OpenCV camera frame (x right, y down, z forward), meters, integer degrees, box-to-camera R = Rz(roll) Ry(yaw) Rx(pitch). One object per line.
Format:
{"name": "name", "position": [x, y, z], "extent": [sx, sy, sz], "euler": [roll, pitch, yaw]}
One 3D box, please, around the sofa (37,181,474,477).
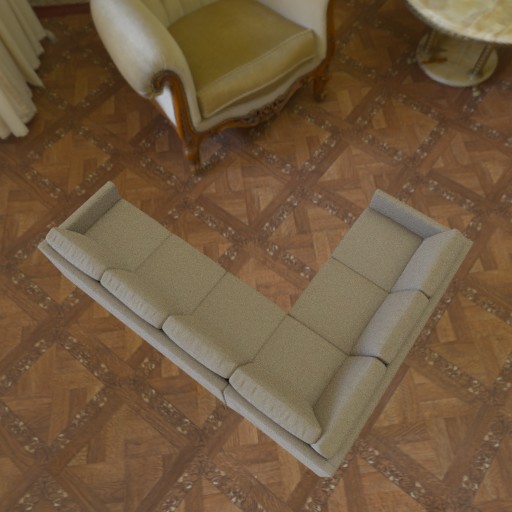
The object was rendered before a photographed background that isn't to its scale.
{"name": "sofa", "position": [0.000, 0.000, 4.257], "extent": [3.182, 0.871, 2.432], "euler": [34, 68, 15]}
